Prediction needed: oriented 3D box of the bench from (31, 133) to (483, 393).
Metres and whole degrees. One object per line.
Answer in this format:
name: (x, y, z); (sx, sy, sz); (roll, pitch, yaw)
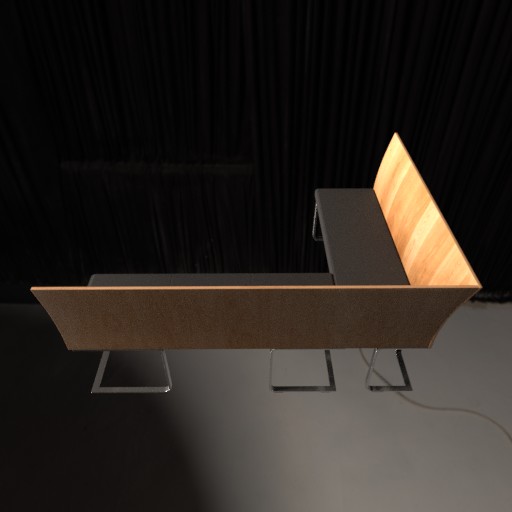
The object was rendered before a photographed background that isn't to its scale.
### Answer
bench: (0.000, 0.000, 2.774); (1.945, 0.930, 1.495); (0, 41, 0)
